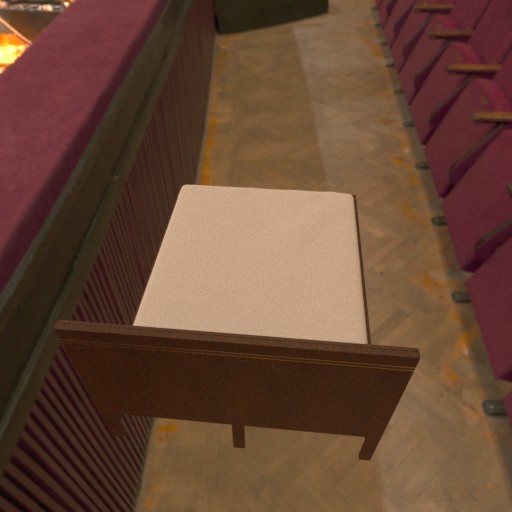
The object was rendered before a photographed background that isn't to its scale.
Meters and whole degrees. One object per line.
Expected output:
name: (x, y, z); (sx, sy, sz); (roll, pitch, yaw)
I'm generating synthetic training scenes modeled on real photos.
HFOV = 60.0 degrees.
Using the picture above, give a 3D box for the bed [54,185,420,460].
bed: (0.000, 0.000, 3.123); (1.613, 1.169, 2.221); (4, 46, 4)
